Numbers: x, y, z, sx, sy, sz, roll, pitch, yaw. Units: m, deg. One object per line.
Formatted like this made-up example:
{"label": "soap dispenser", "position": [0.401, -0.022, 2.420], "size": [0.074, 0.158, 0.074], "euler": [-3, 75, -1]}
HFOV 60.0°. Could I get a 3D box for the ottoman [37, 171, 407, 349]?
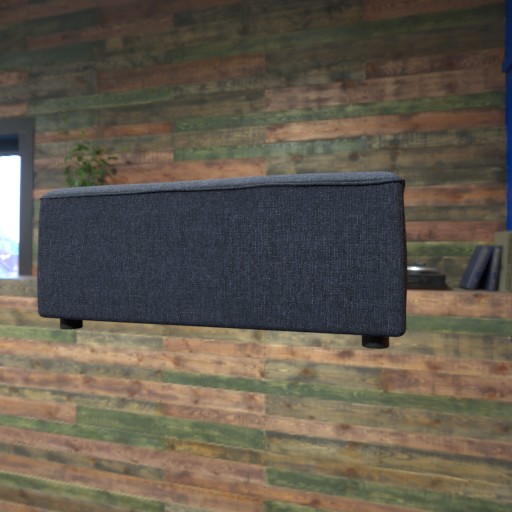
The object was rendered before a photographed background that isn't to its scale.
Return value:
{"label": "ottoman", "position": [0.000, 0.000, 1.584], "size": [1.017, 0.423, 1.023], "euler": [0, 0, 18]}
